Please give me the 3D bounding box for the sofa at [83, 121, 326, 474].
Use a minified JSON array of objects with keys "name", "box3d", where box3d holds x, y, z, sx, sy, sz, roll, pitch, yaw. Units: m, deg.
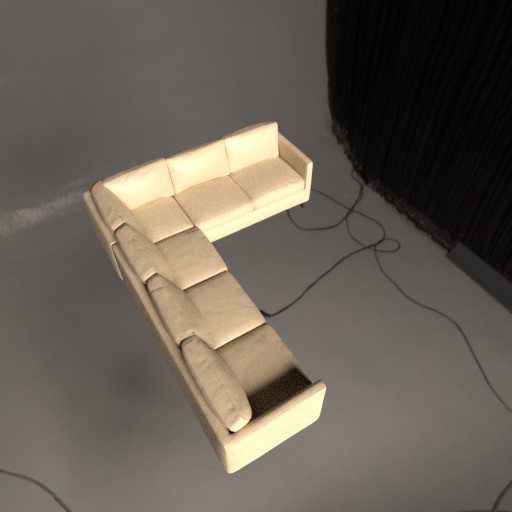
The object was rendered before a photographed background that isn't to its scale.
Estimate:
[{"name":"sofa","box3d":[0.000,0.000,4.645,2.593,0.947,3.302,-25,53,-21]}]
